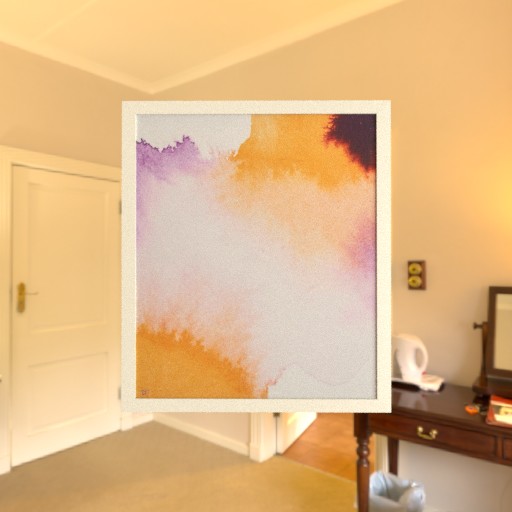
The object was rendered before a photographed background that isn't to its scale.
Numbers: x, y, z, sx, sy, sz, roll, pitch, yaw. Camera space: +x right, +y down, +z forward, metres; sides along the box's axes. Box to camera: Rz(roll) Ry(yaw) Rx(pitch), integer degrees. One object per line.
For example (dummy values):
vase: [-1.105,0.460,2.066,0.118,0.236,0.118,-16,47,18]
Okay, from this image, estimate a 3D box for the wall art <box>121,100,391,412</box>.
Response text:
wall art: [0.000,0.000,0.798,0.482,0.557,0.012,0,0,0]
